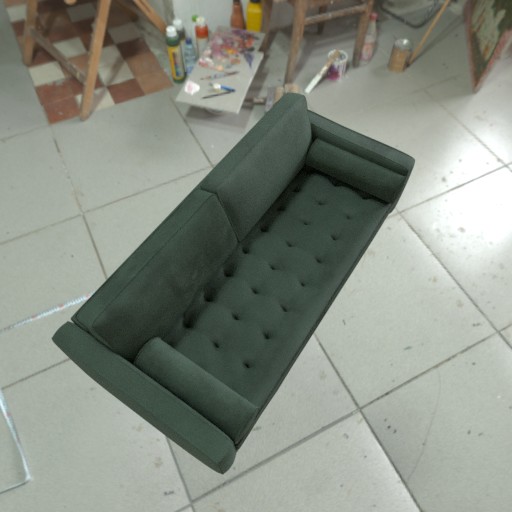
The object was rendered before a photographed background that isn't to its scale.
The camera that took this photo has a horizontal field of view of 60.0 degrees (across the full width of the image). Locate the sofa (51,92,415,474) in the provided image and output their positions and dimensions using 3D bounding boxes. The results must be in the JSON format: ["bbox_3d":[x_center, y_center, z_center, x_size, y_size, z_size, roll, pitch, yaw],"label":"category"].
[{"bbox_3d":[0.000,0.000,2.318,0.916,0.772,1.880,30,63,17],"label":"sofa"}]
